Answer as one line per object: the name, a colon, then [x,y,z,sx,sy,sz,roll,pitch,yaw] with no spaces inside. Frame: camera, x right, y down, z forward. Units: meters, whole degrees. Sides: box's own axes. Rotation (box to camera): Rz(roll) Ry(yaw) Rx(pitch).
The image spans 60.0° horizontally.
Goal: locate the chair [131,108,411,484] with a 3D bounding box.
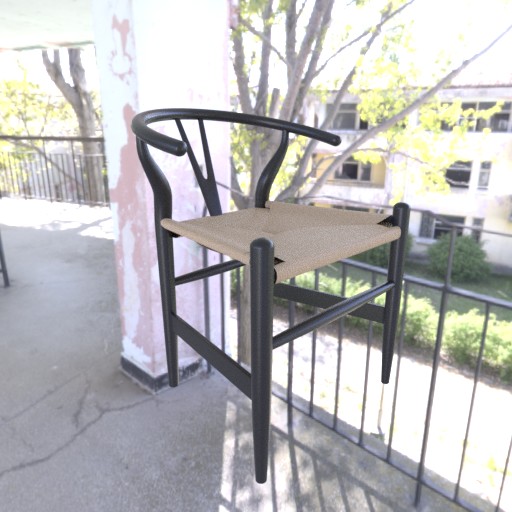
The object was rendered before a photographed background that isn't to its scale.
chair: [0.000,0.000,1.151,0.570,0.739,0.570,16,23,42]
